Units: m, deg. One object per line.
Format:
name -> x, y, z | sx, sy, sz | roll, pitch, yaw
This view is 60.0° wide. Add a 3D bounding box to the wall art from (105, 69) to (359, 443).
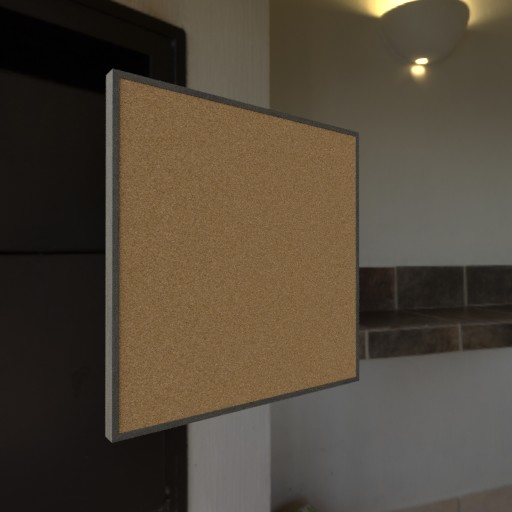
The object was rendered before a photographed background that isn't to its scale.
wall art -> 0.000, 0.000, 1.141 | 0.758, 0.758, 0.039 | 0, 0, -37
